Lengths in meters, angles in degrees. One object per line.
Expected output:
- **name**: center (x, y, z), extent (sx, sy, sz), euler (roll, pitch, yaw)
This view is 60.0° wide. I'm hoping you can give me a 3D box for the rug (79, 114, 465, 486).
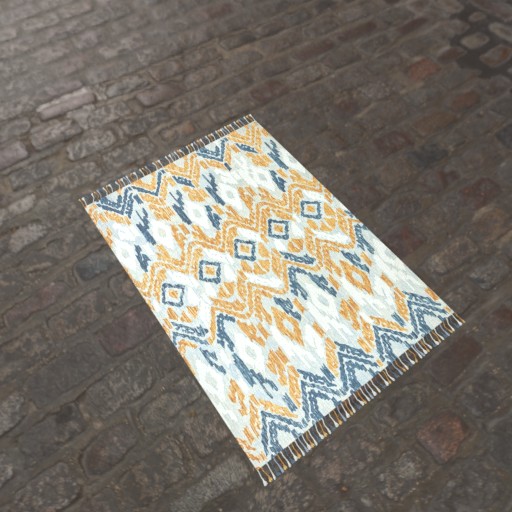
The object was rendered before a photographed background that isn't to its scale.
- **rug**: center (0.000, 0.000, 2.369), extent (1.230, 0.008, 1.827), euler (-32, 64, -18)
